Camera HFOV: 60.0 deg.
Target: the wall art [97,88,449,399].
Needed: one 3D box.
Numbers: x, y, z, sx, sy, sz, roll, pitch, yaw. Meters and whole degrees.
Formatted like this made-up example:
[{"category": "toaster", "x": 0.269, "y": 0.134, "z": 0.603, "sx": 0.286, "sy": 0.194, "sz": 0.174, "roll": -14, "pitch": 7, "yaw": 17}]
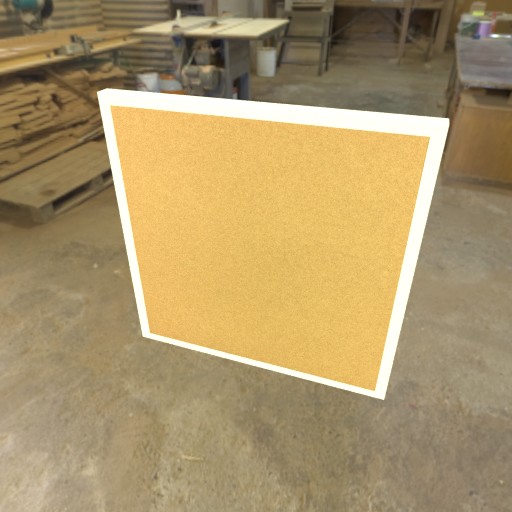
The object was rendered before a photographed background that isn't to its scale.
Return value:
[{"category": "wall art", "x": 0.000, "y": 0.000, "z": 1.139, "sx": 0.763, "sy": 0.761, "sz": 0.038, "roll": 11, "pitch": 34, "yaw": 16}]
